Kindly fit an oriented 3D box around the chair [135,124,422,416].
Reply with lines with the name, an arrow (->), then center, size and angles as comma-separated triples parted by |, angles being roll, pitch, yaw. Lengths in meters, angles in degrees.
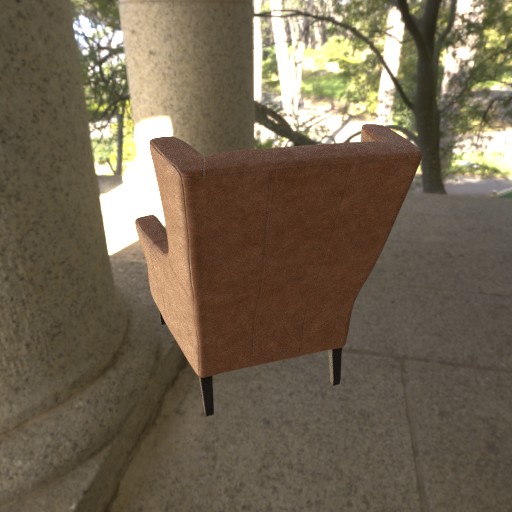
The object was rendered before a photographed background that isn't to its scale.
chair -> 0.000, 0.000, 1.717 | 0.853, 1.016, 0.926 | -8, 27, -16
